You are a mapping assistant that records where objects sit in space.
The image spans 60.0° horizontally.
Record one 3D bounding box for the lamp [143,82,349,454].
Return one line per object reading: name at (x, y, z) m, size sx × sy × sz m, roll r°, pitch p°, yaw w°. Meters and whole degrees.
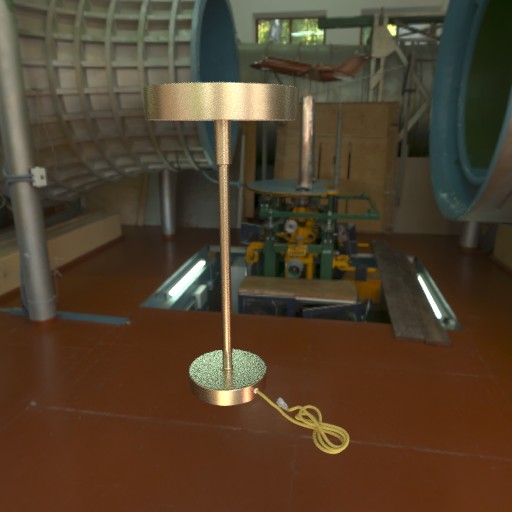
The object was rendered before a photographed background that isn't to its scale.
lamp at (0.000, 0.000, 0.684) m, size 0.369 × 0.508 × 0.229 m, roll 15°, pitch 23°, yaw 42°
